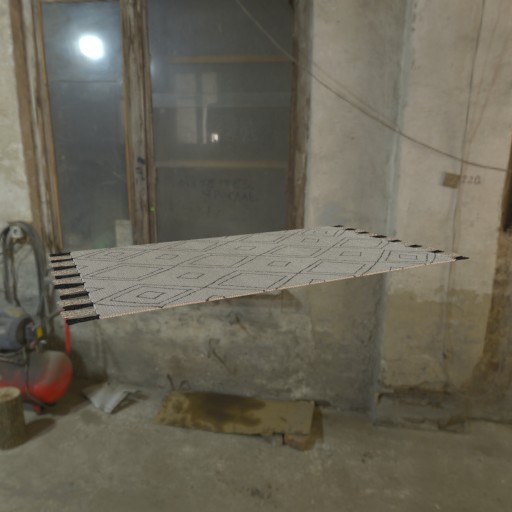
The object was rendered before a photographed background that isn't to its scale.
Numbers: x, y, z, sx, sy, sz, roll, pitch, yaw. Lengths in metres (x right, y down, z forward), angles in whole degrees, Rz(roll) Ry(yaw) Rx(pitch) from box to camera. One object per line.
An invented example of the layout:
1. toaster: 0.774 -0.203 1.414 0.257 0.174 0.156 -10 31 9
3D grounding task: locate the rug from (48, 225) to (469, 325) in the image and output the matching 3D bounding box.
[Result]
1. rug: 0.000 0.000 3.275 2.755 0.021 1.524 -7 16 -26
